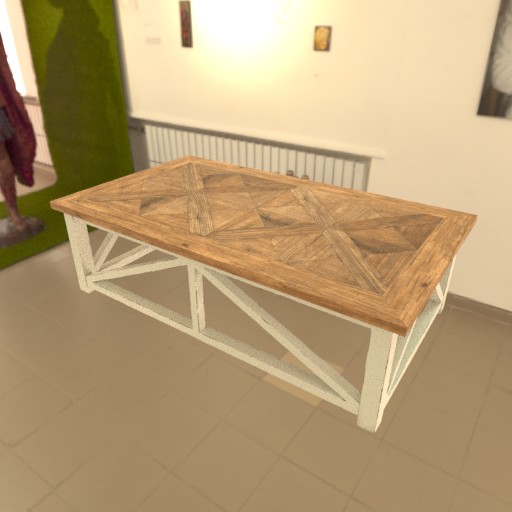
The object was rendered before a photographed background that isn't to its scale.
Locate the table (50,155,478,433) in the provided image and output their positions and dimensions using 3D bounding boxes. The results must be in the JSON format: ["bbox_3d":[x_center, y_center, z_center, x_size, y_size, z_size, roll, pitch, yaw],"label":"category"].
[{"bbox_3d":[0.000,0.000,1.762,1.400,0.410,0.800,18,33,30],"label":"table"}]
